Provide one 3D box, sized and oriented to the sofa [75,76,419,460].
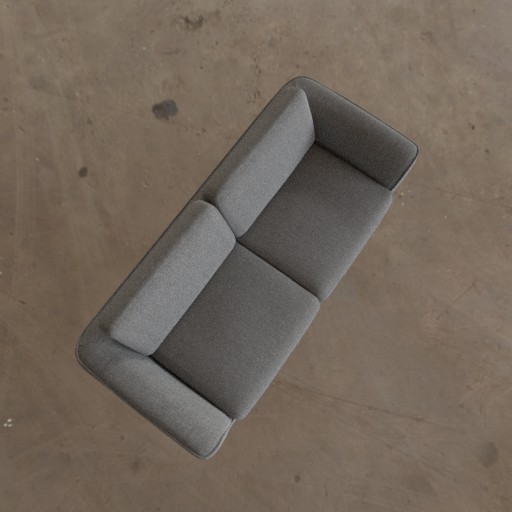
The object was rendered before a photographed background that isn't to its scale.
[{"bbox_3d":[0.000,0.000,2.468,0.920,0.870,2.000,35,78,9],"label":"sofa"}]
